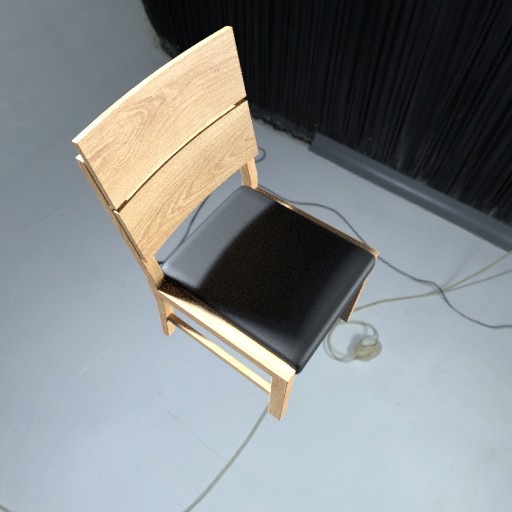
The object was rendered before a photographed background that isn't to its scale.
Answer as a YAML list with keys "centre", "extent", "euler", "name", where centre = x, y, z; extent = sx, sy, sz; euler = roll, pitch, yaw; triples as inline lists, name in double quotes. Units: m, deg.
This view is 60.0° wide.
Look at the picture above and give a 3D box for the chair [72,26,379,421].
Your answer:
- centre: [0.000, 0.000, 1.266]
  extent: [0.569, 0.950, 0.475]
  euler: [32, 63, 18]
  name: "chair"
